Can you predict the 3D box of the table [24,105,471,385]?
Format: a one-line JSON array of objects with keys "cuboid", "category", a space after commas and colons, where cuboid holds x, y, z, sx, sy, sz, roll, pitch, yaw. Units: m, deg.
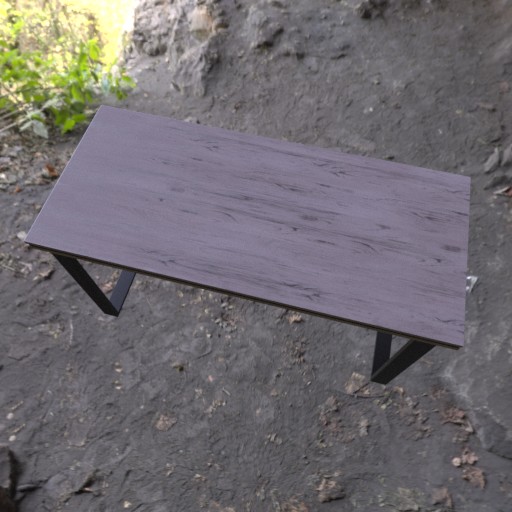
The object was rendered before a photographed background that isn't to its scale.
[{"cuboid": [0.000, 0.000, 2.303, 1.778, 0.899, 0.795, 13, 63, 7], "category": "table"}]
